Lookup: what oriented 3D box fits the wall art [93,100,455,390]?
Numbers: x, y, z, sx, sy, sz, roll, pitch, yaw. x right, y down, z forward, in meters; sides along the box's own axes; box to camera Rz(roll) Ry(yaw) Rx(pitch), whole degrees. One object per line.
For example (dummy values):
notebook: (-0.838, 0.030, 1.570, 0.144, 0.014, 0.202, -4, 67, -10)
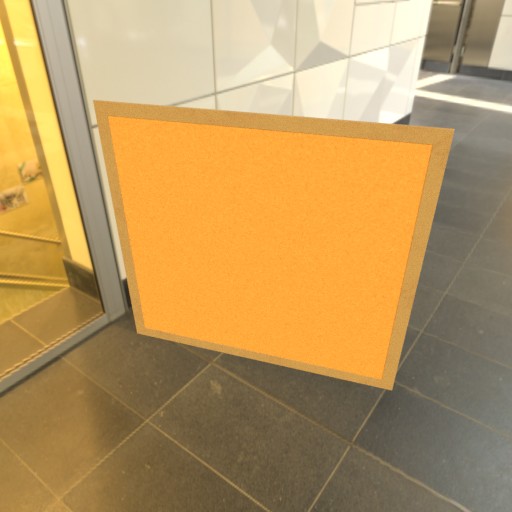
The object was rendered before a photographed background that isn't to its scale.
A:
wall art: (0.000, 0.000, 1.678, 1.168, 1.067, 0.025, 9, 33, 14)
